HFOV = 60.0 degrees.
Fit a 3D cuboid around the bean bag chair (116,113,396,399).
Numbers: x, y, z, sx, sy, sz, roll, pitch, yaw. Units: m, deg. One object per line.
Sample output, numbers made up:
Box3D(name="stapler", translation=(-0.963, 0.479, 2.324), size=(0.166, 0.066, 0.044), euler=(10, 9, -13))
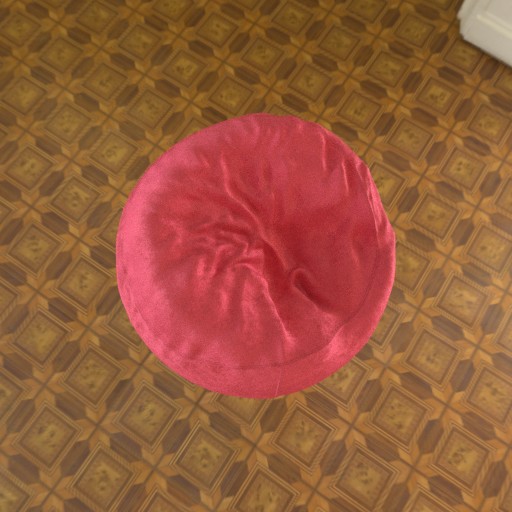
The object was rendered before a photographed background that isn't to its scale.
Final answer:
Box3D(name="bean bag chair", translation=(0.000, 0.000, 1.968), size=(1.218, 0.788, 1.218), euler=(0, 75, 0))
